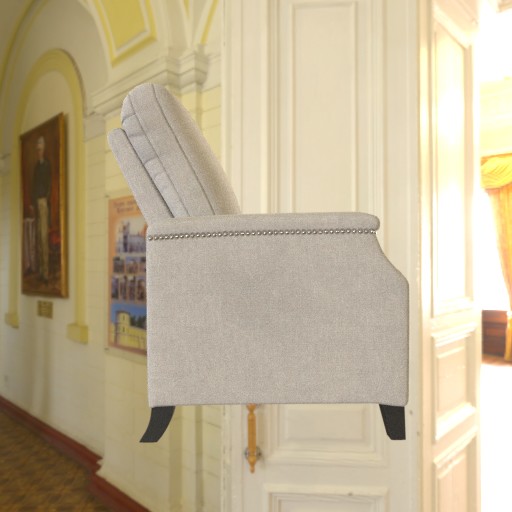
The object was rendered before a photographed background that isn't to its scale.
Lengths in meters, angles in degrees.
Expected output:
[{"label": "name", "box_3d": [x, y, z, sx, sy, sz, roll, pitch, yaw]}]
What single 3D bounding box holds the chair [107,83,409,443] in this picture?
[{"label": "chair", "box_3d": [0.000, 0.000, 1.589, 0.922, 1.049, 0.710, 0, 0, -1]}]
